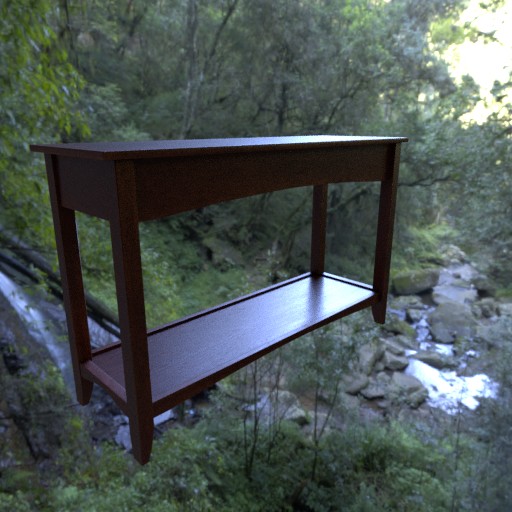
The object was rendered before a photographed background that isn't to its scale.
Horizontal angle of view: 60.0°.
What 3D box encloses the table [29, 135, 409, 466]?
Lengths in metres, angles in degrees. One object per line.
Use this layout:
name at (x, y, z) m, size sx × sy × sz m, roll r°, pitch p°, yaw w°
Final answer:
table at (0.000, 0.000, 1.463) m, size 1.188 × 0.739 × 0.392 m, roll -16°, pitch 23°, yaw -42°
